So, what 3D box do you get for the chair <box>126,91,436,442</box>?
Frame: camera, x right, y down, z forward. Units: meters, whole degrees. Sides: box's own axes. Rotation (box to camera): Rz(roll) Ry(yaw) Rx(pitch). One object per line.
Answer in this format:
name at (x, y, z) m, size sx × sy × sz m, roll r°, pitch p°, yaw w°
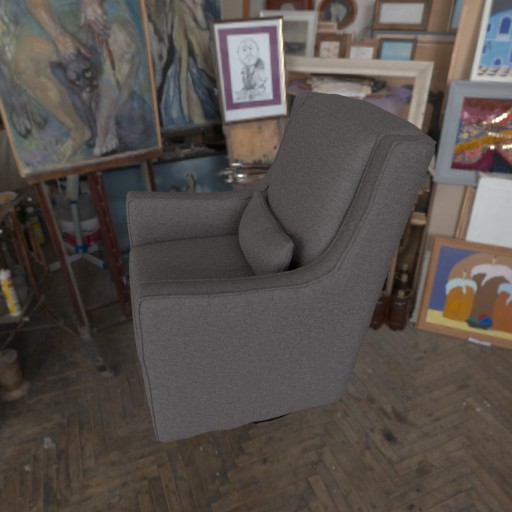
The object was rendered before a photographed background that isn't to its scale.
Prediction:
chair at (0.000, 0.000, 1.553) m, size 0.879 × 0.993 × 0.732 m, roll -8°, pitch 32°, yaw -14°
